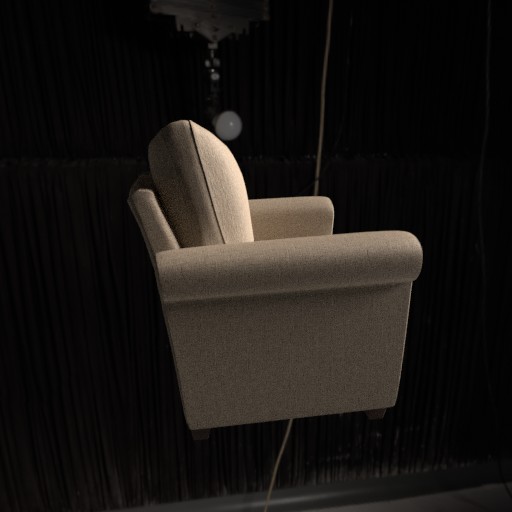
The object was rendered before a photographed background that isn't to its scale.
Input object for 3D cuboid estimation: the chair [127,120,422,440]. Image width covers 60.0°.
[{"bbox_3d":[0.000,0.000,2.330,1.180,1.349,1.275,-3,16,-10],"label":"chair"}]
